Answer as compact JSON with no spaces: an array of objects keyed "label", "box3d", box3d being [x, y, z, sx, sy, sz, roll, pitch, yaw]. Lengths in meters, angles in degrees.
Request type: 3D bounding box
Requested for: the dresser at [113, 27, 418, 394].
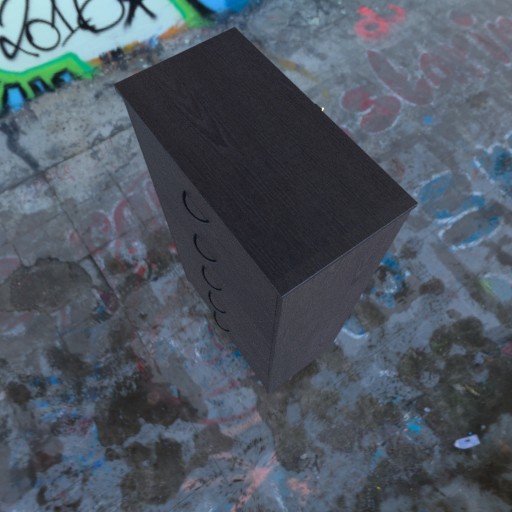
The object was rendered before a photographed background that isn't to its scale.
[{"label":"dresser","box3d":[0.000,0.000,1.602,0.418,1.254,0.704,-33,68,-15]}]
